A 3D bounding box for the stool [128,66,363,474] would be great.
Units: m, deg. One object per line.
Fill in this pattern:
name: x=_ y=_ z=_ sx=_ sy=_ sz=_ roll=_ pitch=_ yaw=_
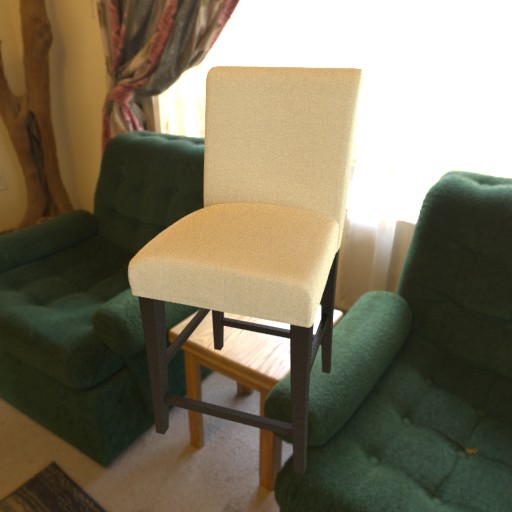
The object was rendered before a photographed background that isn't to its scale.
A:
stool: x=0.000 y=0.000 z=1.265 sx=0.452 sy=0.976 sz=0.597 roll=8 pitch=27 yaw=17
